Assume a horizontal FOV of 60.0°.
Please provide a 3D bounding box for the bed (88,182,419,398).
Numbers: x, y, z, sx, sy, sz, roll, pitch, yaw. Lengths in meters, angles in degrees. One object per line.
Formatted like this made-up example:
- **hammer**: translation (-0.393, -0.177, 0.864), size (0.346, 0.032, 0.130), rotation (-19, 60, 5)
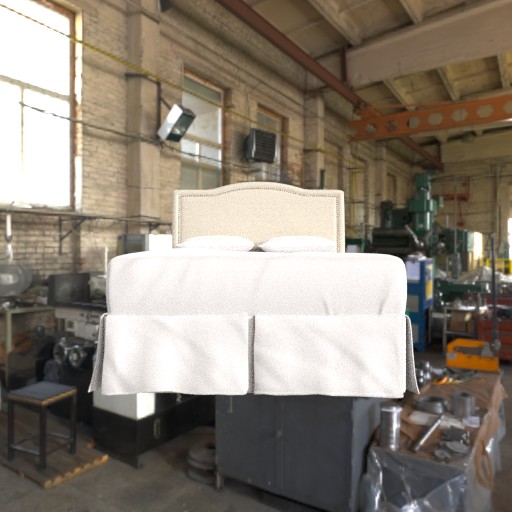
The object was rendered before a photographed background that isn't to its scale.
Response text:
- **bed**: translation (0.000, 0.000, 3.327), size (1.741, 1.449, 2.196), rotation (0, 0, 0)
